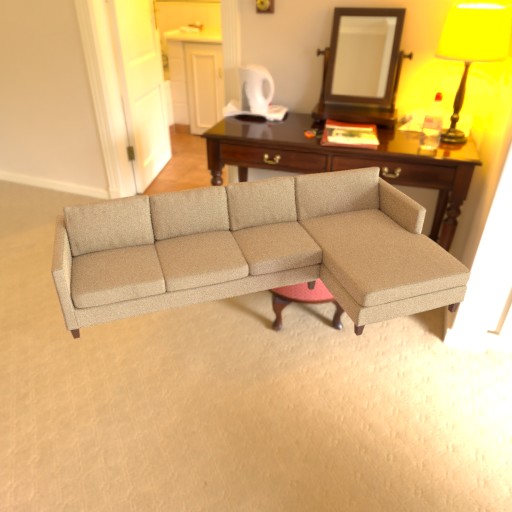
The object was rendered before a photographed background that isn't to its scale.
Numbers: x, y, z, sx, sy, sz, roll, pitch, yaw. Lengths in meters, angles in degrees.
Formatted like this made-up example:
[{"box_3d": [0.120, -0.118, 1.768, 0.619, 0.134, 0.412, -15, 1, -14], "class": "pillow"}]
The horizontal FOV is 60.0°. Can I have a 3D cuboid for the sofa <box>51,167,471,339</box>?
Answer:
[{"box_3d": [0.000, 0.000, 3.800, 3.186, 0.846, 1.625, -10, 34, -16], "class": "sofa"}]
